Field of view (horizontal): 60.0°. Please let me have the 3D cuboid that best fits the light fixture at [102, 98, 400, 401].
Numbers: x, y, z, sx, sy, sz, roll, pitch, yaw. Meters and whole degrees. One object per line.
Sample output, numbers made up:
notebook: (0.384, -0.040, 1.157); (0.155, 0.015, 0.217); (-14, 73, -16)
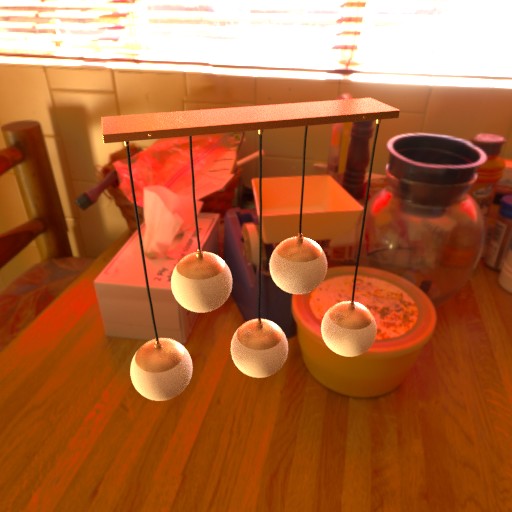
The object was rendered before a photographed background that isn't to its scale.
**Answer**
light fixture: (0.000, 0.000, 1.380); (0.863, 0.869, 0.299); (-9, 33, -14)
